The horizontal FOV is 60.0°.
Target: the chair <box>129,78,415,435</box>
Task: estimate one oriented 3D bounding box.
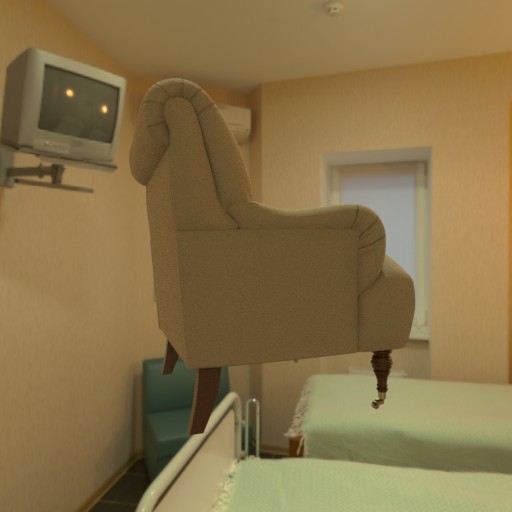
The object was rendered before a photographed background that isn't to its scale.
[{"bbox_3d":[0.000,0.000,1.568,0.842,0.942,0.766,0,0,-19],"label":"chair"}]
